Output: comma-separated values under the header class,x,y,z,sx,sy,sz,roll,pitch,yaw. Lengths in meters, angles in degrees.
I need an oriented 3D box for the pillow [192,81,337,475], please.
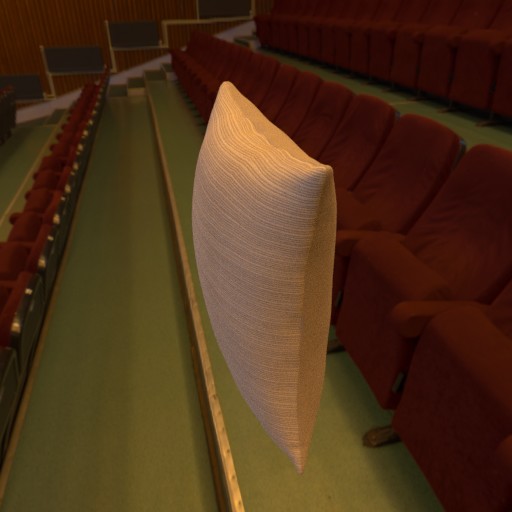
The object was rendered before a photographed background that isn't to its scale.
class,x,y,z,sx,sy,sz,roll,pitch,yaw
pillow,0.000,0.000,0.770,0.204,0.497,0.512,-7,31,-13
